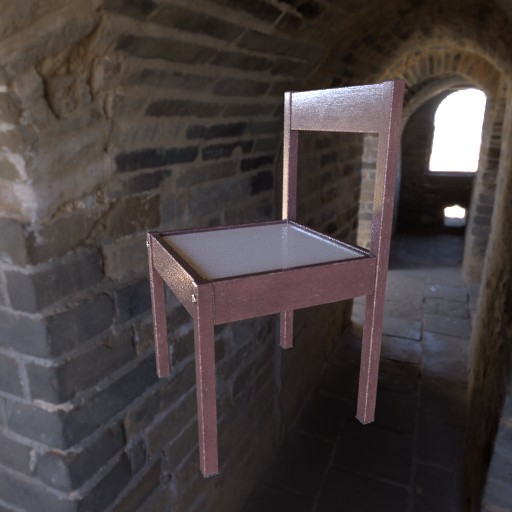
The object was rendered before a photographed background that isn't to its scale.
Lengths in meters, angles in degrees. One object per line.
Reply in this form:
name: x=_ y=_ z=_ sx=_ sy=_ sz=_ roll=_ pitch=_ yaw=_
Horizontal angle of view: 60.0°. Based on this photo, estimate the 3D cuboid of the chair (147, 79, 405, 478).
chair: x=0.000 y=0.000 z=0.696 sx=0.285 sy=0.505 sz=0.285 roll=-8 pitch=19 yaw=-24
